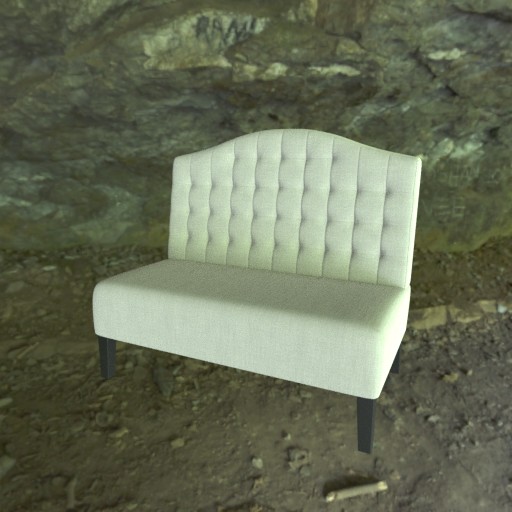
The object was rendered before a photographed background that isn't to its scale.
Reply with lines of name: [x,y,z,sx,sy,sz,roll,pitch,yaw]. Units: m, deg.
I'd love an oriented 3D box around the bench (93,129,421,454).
bench: [0.000,0.000,2.082,1.335,1.180,0.815,6,15,25]
